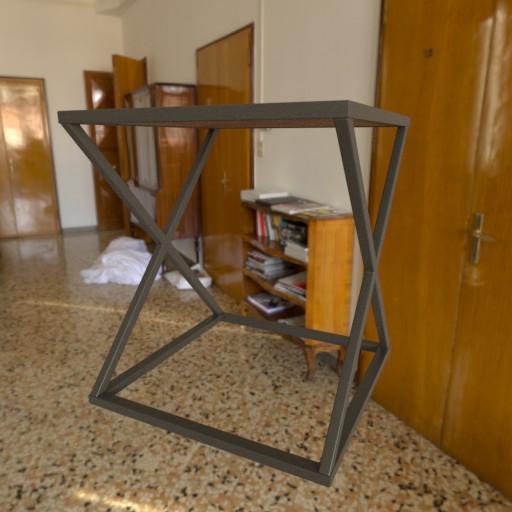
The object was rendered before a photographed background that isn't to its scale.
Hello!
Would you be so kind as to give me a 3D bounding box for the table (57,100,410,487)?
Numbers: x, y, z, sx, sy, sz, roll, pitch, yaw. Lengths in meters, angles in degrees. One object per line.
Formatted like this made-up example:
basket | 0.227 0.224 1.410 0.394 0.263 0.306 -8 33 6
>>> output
table | 0.000 0.000 0.926 0.500 0.565 0.500 7 17 26
